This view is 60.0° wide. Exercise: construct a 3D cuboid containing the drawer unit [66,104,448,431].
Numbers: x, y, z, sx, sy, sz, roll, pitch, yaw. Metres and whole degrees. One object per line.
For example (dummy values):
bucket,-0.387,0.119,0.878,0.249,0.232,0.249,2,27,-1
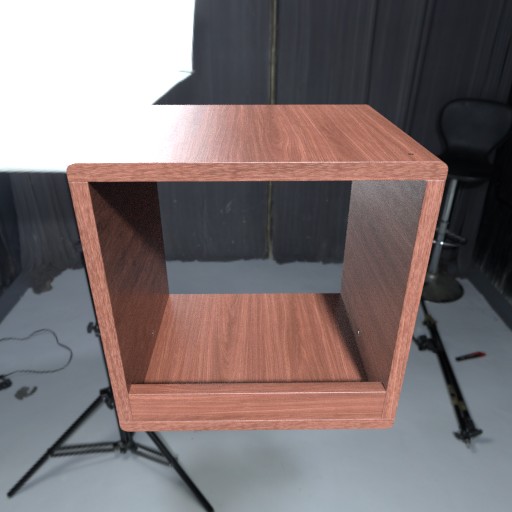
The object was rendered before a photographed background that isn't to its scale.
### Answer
drawer unit,0.000,0.000,0.612,0.349,0.351,0.290,0,29,-1
